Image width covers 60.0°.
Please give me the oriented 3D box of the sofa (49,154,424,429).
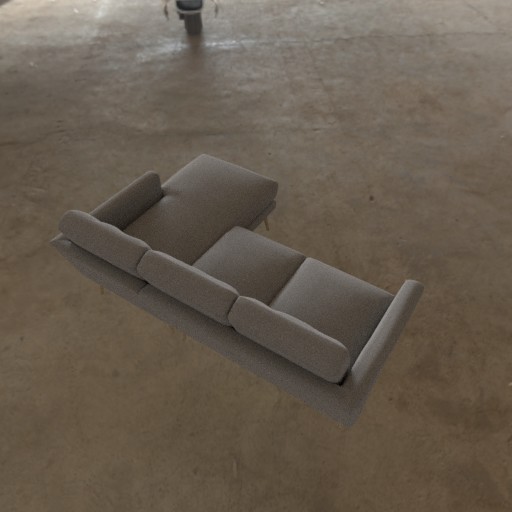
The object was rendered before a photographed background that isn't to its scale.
[{"bbox_3d":[0.000,0.000,2.881,2.040,0.860,1.530,24,50,22],"label":"sofa"}]
